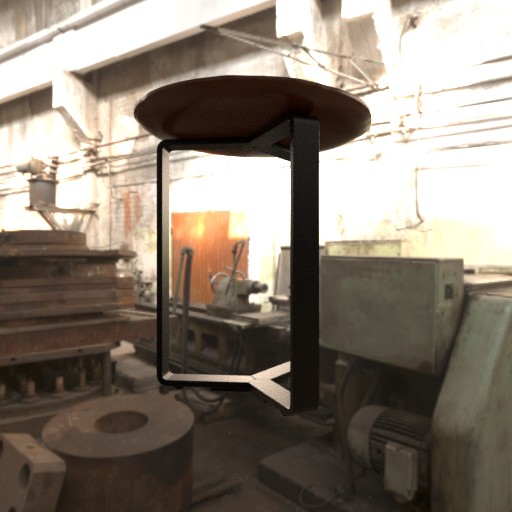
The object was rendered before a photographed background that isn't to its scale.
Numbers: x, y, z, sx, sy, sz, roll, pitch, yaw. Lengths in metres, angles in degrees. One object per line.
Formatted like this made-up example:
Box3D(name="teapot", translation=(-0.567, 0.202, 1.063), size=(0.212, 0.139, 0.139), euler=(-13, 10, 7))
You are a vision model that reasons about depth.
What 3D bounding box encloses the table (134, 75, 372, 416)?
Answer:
Box3D(name="table", translation=(0.000, 0.000, 0.750), size=(0.380, 0.450, 0.410), euler=(0, 0, 36))
